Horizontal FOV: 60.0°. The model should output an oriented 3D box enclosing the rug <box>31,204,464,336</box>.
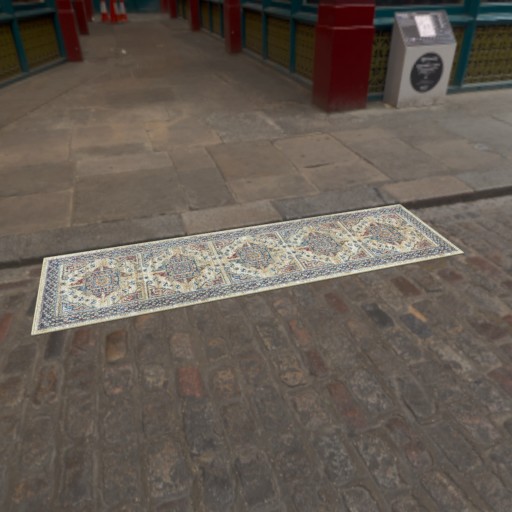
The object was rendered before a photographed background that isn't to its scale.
[{"bbox_3d":[0.000,0.000,2.521,2.297,0.013,0.661,-10,34,-15],"label":"rug"}]
